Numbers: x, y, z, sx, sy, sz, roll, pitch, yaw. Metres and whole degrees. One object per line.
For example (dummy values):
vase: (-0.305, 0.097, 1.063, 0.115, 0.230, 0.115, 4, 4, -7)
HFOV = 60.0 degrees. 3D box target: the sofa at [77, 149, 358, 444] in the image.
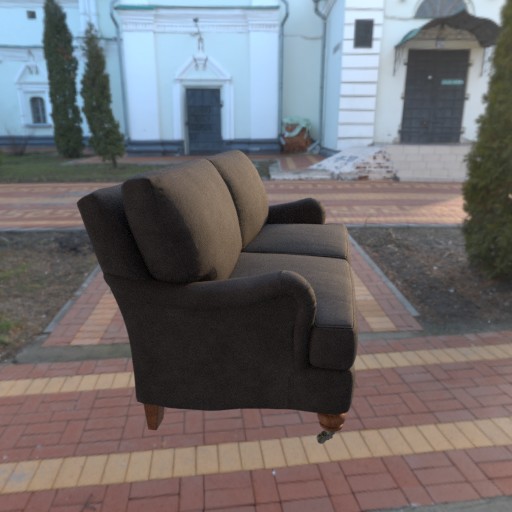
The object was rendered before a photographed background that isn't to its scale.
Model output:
sofa: (0.000, 0.000, 2.535, 1.084, 1.101, 1.853, 3, 17, 9)
